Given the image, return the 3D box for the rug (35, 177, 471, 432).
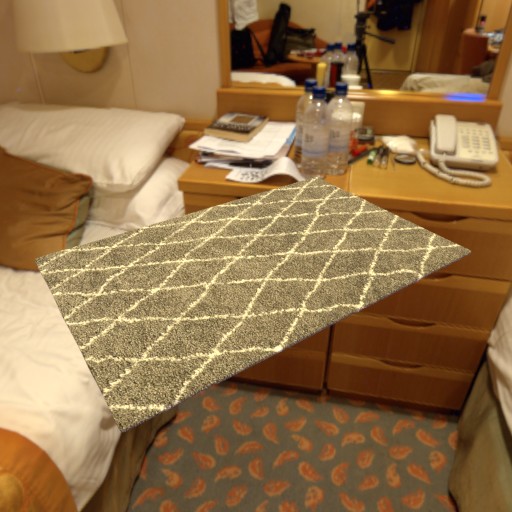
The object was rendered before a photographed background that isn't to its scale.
[{"bbox_3d":[0.000,0.000,3.306,2.743,0.030,1.778,-20,38,-29],"label":"rug"}]
